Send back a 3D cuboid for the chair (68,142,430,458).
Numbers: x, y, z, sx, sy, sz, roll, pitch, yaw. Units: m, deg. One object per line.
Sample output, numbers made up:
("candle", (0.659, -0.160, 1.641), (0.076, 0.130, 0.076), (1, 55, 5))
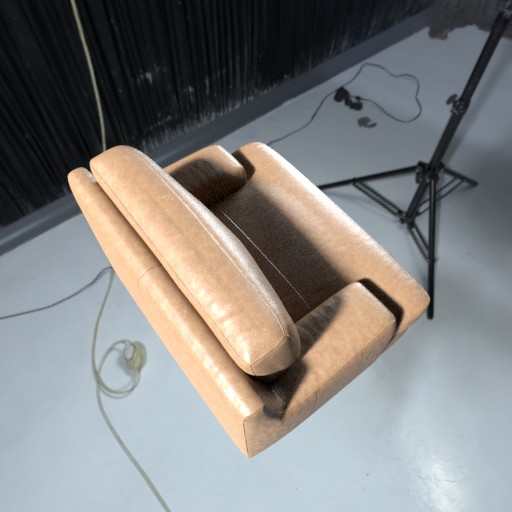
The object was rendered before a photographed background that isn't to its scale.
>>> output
("chair", (0.000, 0.000, 1.973), (1.050, 0.978, 1.276), (-33, 64, -19))
